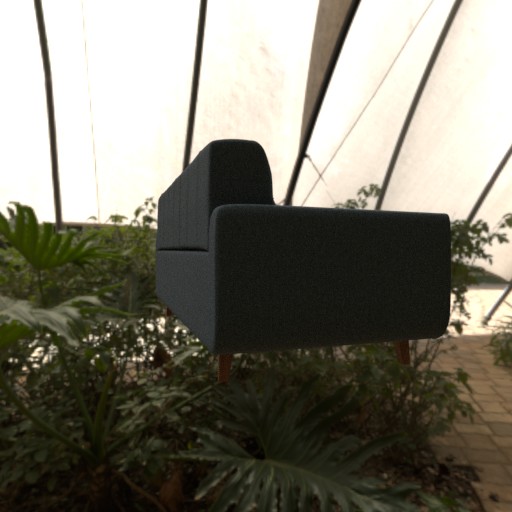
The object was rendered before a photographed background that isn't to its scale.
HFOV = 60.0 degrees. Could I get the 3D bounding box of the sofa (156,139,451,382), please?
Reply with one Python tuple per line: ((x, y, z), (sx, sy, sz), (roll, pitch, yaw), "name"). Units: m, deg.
((0.000, 0.000, 2.526), (0.942, 0.884, 2.055), (0, 1, -18), "sofa")
